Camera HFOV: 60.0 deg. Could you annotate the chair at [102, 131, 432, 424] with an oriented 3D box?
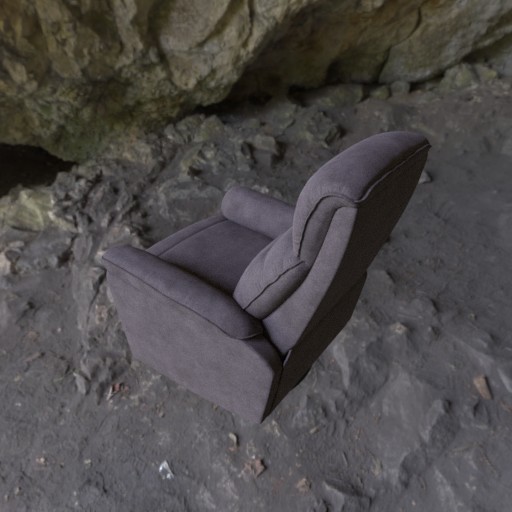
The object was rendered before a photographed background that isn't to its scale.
[{"bbox_3d":[0.000,0.000,1.713,1.009,1.036,0.830,21,37,30],"label":"chair"}]
